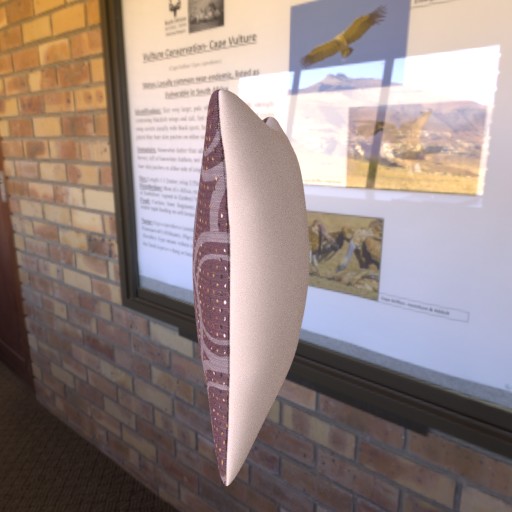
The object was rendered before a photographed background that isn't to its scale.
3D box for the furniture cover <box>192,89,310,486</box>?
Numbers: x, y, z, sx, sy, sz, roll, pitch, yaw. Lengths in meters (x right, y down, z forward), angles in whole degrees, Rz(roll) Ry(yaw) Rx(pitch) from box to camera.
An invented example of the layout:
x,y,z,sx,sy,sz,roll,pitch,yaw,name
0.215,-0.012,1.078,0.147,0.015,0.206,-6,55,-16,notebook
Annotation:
x,y,z,sx,sy,sz,roll,pitch,yaw,name
0.000,0.000,0.799,0.193,0.509,0.552,2,14,8,furniture cover
